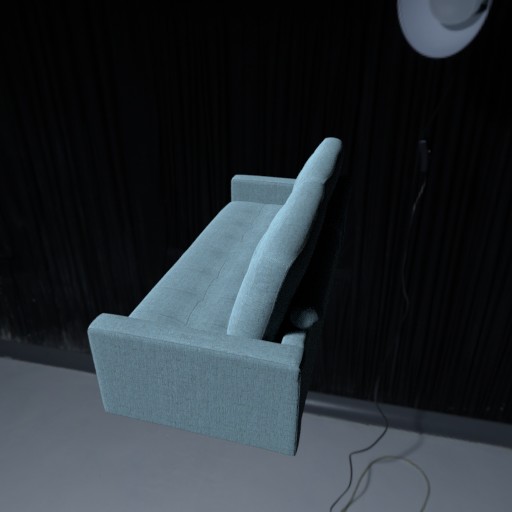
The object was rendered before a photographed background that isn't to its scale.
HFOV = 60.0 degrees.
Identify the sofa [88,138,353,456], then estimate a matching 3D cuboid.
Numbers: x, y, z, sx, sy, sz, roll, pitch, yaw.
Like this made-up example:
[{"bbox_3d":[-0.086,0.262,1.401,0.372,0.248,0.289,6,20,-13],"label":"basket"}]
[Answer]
[{"bbox_3d":[0.000,0.000,2.610,0.966,1.050,2.010,8,30,13],"label":"sofa"}]
